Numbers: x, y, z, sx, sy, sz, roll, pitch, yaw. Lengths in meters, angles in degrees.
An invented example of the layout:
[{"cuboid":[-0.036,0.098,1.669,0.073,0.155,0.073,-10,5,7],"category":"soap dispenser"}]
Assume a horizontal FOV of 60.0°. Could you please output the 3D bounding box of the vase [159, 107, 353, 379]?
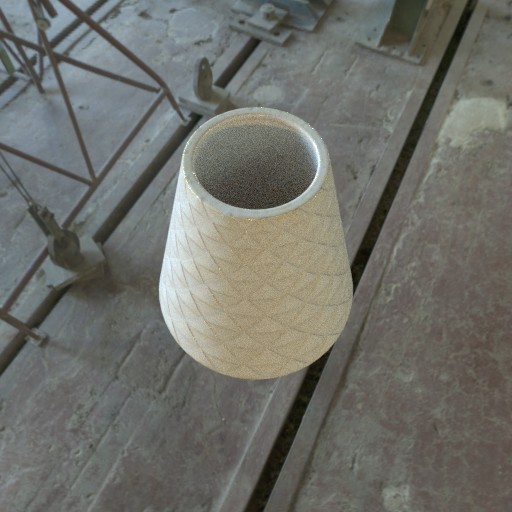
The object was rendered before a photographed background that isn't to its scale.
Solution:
[{"cuboid":[0.000,0.000,0.361,0.175,0.230,0.175,0,60,0],"category":"vase"}]
